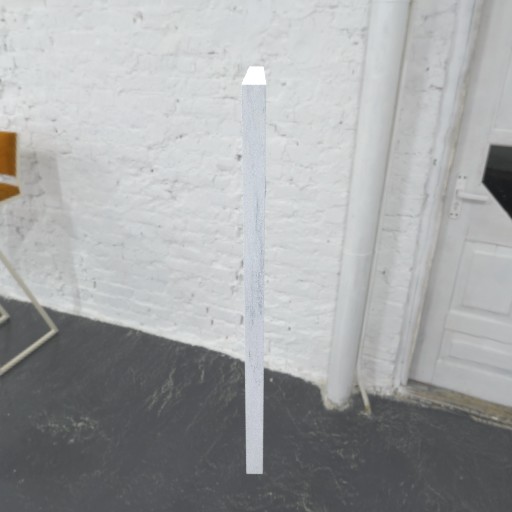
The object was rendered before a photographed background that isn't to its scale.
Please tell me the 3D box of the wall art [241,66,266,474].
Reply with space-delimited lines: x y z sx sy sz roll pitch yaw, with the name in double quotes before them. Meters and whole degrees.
"wall art" 0.000 0.000 1.196 0.043 0.914 0.624 0 26 0
